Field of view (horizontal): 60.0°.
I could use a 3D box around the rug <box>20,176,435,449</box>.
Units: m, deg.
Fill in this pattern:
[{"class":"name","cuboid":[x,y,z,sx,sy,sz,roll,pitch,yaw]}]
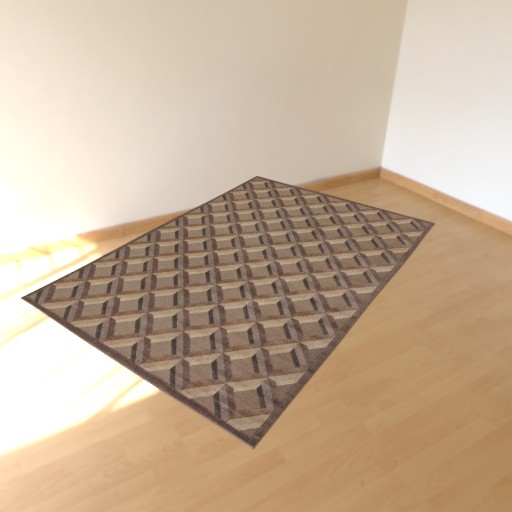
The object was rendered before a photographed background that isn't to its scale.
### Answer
[{"class":"rug","cuboid":[0.000,0.000,2.831,1.600,0.013,2.260,21,37,30]}]
